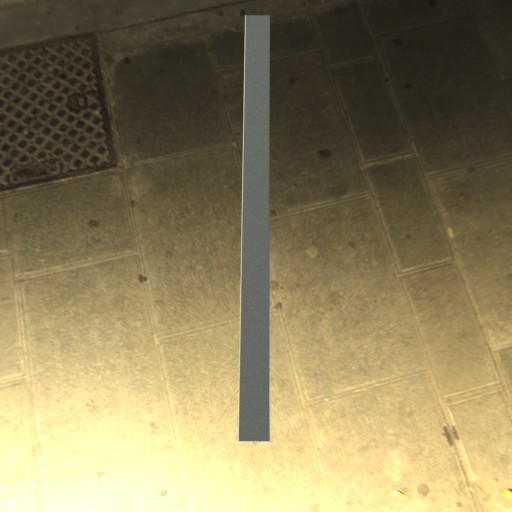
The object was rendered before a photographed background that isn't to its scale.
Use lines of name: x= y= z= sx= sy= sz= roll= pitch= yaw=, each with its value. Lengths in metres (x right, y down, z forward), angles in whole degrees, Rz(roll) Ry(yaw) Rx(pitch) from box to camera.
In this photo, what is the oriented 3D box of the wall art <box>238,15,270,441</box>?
wall art: x=0.000 y=0.000 z=0.902 sx=0.038 sy=0.610 sz=0.610 roll=0 pitch=76 yaw=0
